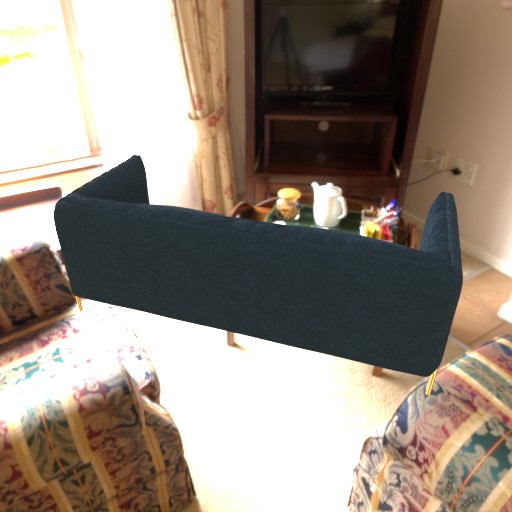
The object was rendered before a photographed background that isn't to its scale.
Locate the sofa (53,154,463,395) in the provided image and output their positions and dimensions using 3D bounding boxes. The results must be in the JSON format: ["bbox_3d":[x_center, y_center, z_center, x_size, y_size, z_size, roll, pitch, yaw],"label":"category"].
[{"bbox_3d":[0.000,0.000,2.624,2.136,0.793,0.896,10,33,16],"label":"sofa"}]
